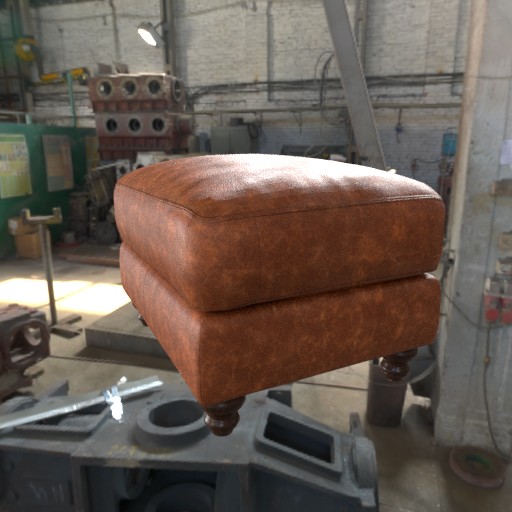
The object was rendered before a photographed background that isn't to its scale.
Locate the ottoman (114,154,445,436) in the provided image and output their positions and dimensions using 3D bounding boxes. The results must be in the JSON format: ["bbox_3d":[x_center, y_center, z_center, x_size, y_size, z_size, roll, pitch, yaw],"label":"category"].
[{"bbox_3d":[0.000,0.000,1.258,0.657,0.562,0.832,-7,16,-26],"label":"ottoman"}]
